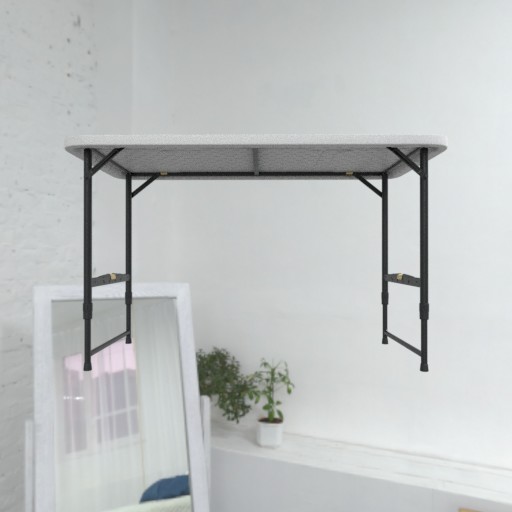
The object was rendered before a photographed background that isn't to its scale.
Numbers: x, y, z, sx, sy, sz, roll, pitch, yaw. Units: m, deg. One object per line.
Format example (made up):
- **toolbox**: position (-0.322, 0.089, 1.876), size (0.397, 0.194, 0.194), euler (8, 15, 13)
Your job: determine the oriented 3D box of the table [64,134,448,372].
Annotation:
- **table**: position (0.000, 0.000, 1.645), size (1.219, 0.737, 0.610), euler (0, 0, 1)
